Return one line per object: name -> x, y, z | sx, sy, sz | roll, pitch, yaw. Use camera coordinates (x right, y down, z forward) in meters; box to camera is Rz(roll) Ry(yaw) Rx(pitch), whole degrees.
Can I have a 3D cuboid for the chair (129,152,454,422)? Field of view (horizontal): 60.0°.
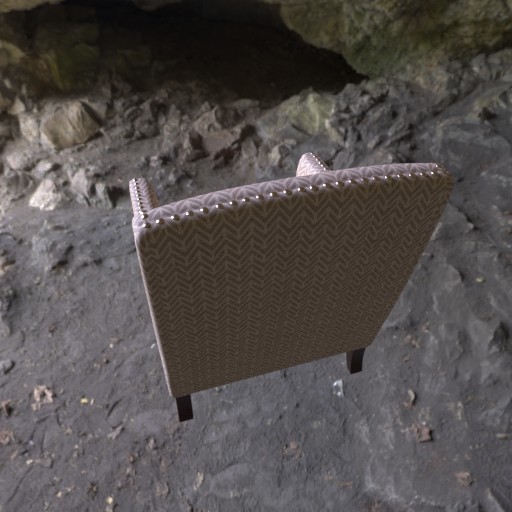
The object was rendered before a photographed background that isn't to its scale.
chair -> 0.000, 0.000, 1.267 | 0.623, 0.816, 0.651 | -11, 42, -13
